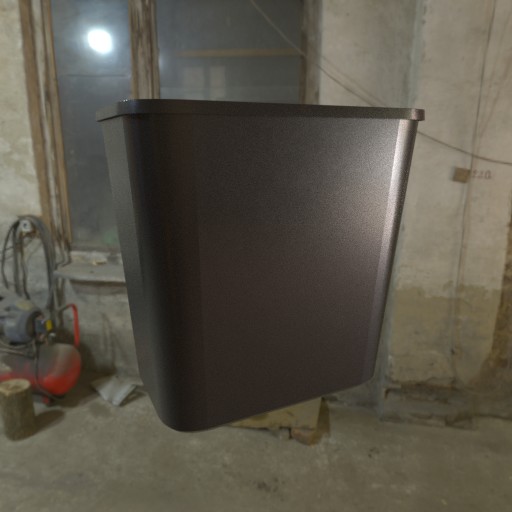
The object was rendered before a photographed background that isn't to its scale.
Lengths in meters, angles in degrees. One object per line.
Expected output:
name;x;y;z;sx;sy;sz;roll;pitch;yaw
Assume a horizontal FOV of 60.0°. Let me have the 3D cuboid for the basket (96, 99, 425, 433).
basket;0.000;0.000;0.494;0.300;0.307;0.211;-7;16;-25
